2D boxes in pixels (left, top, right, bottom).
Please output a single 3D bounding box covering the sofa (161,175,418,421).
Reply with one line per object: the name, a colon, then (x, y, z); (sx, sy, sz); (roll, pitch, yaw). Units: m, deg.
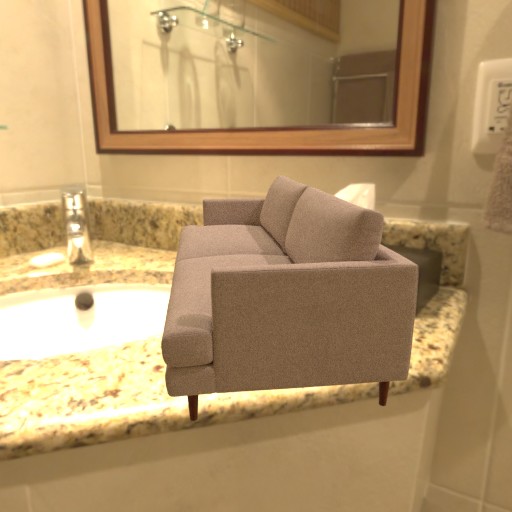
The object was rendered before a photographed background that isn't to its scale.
sofa: (0.000, 0.000, 2.801); (1.020, 0.868, 2.250); (-2, 14, -7)
